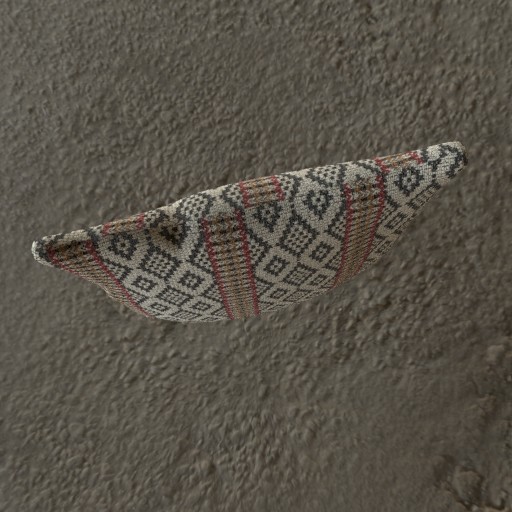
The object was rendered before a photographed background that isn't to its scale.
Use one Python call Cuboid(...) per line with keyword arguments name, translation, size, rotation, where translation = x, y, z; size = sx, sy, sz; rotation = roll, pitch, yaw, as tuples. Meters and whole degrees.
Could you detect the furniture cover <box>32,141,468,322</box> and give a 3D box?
Cuboid(name="furniture cover", translation=(0.000, 0.000, 0.737), size=(0.503, 0.506, 0.182), rotation=(-13, 76, -3))
